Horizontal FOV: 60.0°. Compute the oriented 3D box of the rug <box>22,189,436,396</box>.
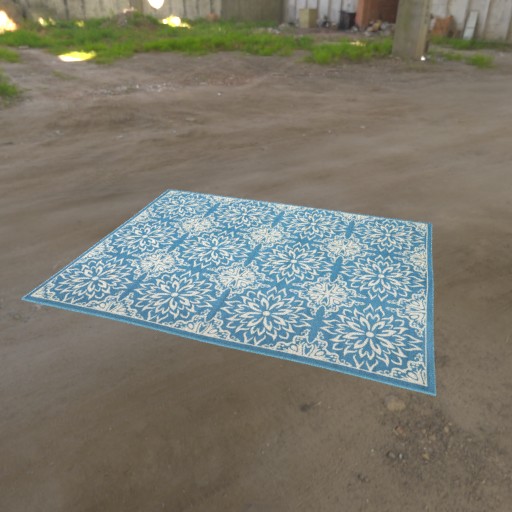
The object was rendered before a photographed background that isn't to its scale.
[{"bbox_3d":[0.000,0.000,3.911,2.964,0.018,2.350,10,32,16],"label":"rug"}]
